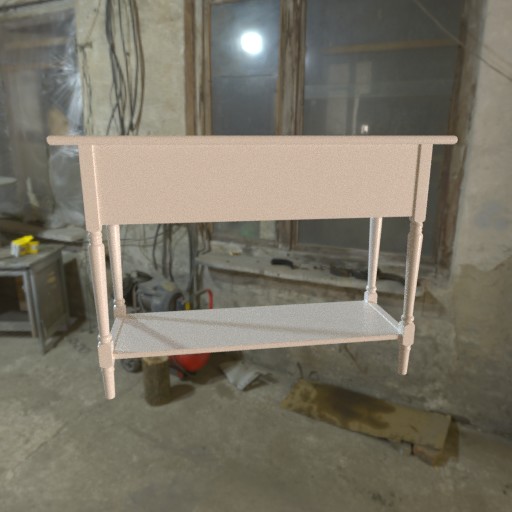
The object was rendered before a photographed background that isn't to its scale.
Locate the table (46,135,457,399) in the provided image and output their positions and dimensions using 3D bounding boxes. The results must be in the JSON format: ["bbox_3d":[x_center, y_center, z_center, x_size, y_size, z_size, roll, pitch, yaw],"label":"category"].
[{"bbox_3d":[0.000,0.000,1.555,1.191,0.814,0.386,-2,15,-8],"label":"table"}]
